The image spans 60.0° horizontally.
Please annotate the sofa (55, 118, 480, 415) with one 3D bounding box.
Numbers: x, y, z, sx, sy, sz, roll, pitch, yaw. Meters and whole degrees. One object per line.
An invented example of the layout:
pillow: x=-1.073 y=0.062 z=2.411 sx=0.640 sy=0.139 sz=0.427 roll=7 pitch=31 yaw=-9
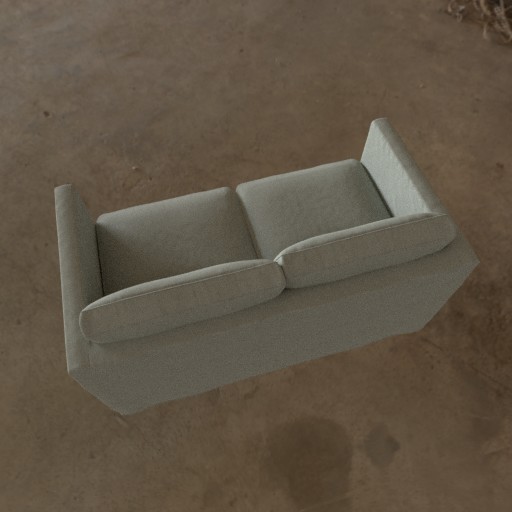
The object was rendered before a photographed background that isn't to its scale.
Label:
sofa: x=0.000 y=0.000 z=2.198 sx=1.727 sy=0.830 sz=0.944 roll=-14 pitch=60 yaw=-8
